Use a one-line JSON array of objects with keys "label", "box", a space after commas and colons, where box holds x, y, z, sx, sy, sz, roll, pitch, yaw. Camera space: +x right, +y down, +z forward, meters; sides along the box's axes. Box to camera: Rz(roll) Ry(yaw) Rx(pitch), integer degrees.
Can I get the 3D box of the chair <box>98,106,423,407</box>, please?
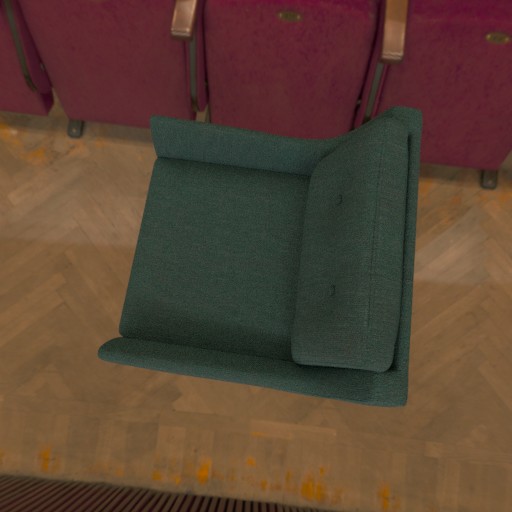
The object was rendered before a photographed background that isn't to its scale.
[{"label": "chair", "box": [0.000, 0.000, 1.502, 0.849, 0.828, 0.847, 8, 76, 2]}]
